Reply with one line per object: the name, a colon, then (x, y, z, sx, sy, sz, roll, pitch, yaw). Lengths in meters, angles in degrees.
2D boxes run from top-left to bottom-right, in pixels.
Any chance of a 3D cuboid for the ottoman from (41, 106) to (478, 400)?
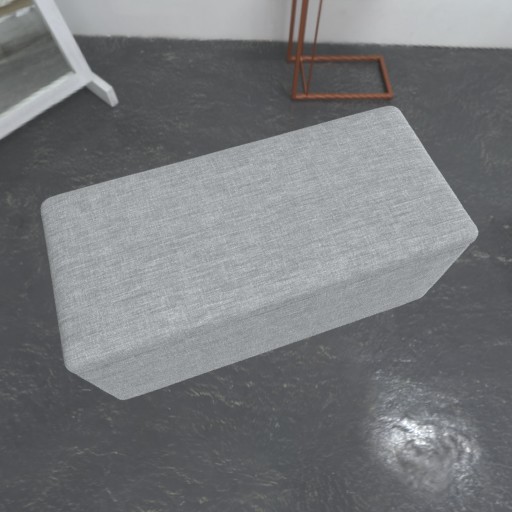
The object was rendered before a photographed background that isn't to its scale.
ottoman: (0.000, 0.000, 1.130, 0.902, 0.432, 0.419, -17, 65, -8)
